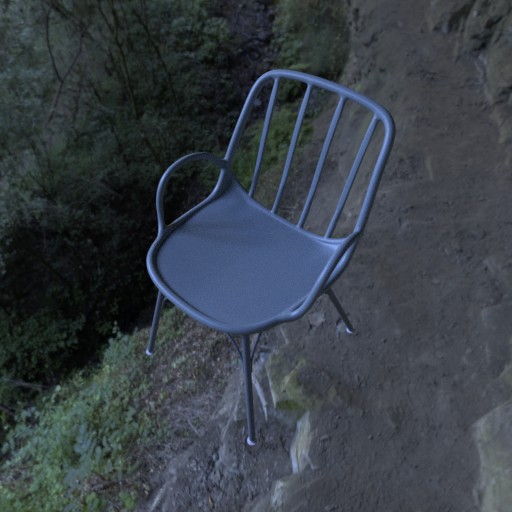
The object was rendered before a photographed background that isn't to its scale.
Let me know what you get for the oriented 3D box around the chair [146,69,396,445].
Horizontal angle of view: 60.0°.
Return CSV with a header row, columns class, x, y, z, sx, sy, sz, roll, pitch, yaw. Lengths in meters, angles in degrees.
class,x,y,z,sx,sy,sz,roll,pitch,yaw
chair,0.000,0.000,1.262,0.549,0.816,0.597,32,55,27
